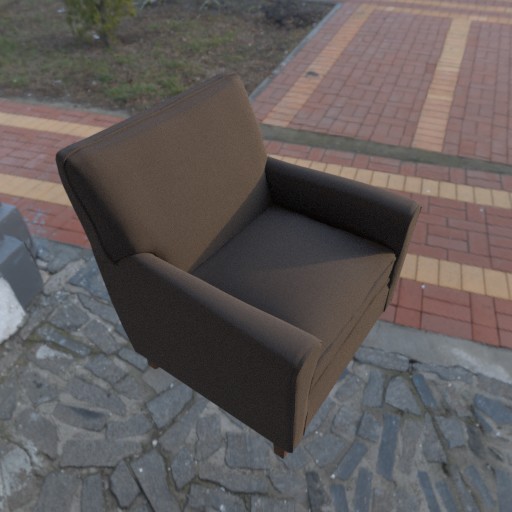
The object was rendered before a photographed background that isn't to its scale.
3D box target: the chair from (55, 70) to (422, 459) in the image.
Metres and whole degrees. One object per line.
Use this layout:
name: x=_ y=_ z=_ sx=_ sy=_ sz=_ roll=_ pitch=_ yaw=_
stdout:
chair: x=0.000 y=0.000 z=1.563 sx=0.831 sy=0.911 sz=0.836 roll=26 pitch=48 yaw=25
